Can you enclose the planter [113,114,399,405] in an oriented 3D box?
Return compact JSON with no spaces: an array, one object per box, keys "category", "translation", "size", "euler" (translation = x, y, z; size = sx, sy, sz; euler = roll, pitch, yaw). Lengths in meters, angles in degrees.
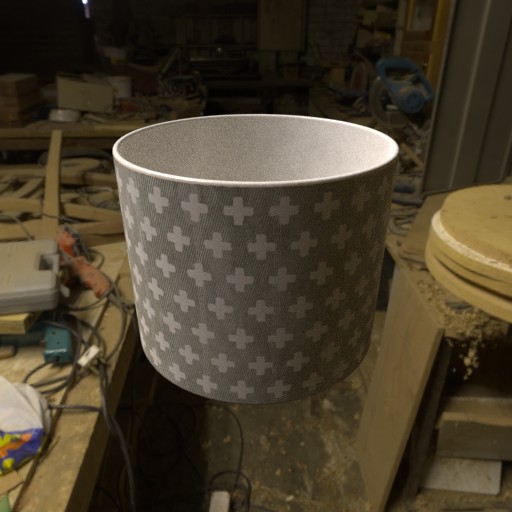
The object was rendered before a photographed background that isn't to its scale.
[{"category":"planter","translation":[0.000,0.000,0.347],"size":[0.190,0.181,0.190],"euler":[0,28,0]}]
